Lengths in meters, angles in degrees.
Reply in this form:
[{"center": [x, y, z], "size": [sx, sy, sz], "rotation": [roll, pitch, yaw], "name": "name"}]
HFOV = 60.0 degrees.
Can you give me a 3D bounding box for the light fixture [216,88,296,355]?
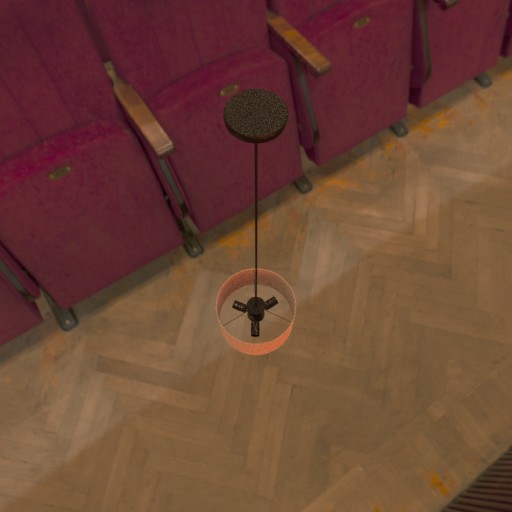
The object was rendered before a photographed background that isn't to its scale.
[{"center": [0.000, 0.000, 1.709], "size": [0.399, 1.516, 0.399], "rotation": [0, 64, 0], "name": "light fixture"}]
